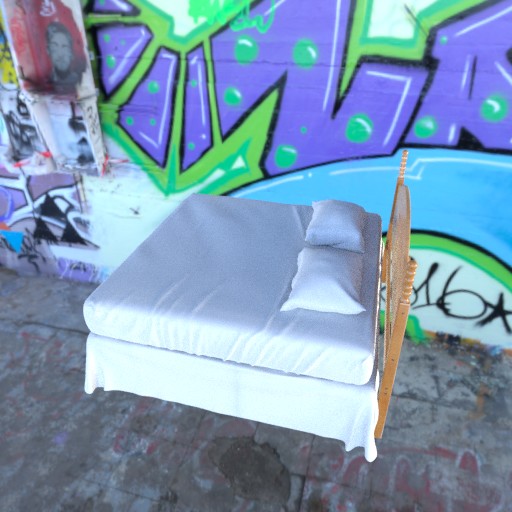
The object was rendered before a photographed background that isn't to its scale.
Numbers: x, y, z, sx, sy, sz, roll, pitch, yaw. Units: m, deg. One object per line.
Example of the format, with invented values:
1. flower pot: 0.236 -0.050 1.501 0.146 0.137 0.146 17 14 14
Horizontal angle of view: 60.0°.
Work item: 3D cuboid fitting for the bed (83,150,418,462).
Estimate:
1. bed: 0.000 0.000 3.588 2.219 1.355 2.322 8 32 13
